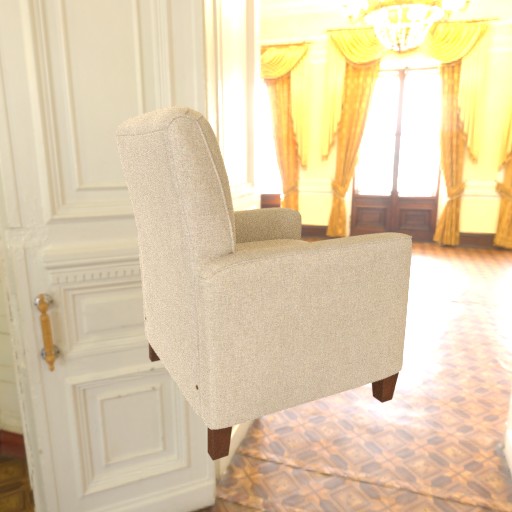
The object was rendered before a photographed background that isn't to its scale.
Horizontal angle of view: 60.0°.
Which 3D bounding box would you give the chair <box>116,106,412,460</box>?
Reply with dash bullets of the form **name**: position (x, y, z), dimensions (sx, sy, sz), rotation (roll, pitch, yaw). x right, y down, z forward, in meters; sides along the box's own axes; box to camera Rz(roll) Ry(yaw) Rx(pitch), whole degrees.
- **chair**: position (0.000, 0.000, 1.678), dimensions (0.859, 1.023, 0.845), rotation (-7, 15, -27)
